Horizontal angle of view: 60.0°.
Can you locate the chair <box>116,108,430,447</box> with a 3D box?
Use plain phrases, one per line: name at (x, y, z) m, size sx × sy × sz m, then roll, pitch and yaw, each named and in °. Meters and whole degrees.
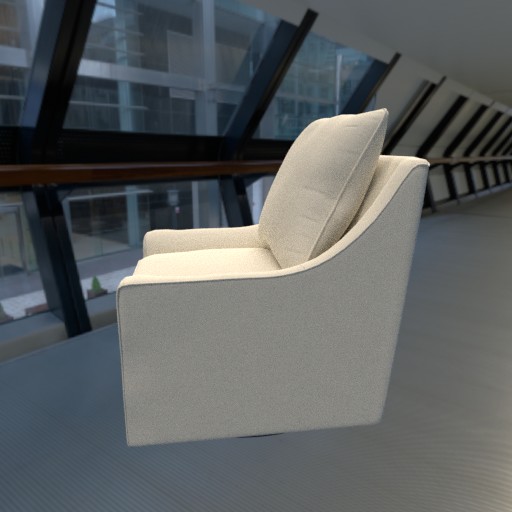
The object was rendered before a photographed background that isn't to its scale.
chair at (0.000, 0.000, 1.567) m, size 0.876 × 0.965 × 0.756 m, roll -2°, pitch 14°, yaw -8°
